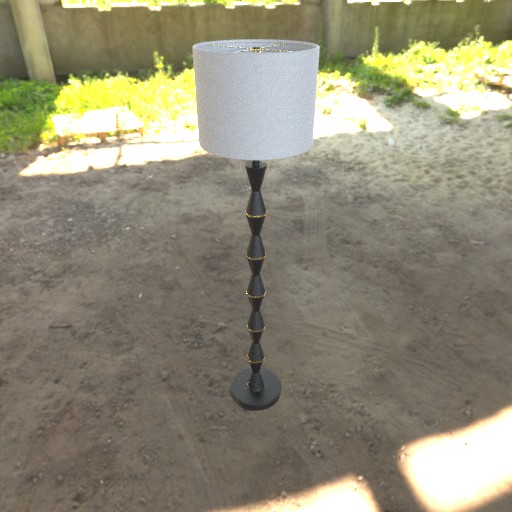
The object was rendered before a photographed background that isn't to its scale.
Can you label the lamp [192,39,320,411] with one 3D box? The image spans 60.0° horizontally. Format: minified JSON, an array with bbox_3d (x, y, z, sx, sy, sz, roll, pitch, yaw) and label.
[{"bbox_3d":[0.000,0.000,1.715,0.381,1.480,0.381,19,36,29],"label":"lamp"}]
